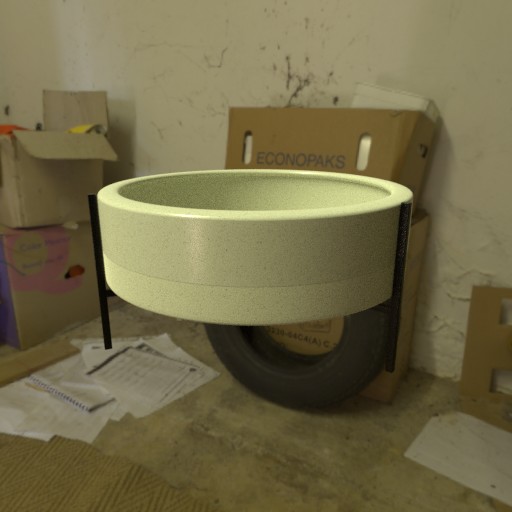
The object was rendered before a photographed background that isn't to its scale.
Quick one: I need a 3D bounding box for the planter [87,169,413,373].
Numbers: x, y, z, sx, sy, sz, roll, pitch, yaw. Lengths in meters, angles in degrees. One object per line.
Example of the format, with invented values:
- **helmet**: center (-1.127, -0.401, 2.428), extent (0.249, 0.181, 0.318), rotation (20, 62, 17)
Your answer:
- **planter**: center (0.000, 0.000, 0.525), extent (0.336, 0.171, 0.345), rotation (3, 17, 9)
